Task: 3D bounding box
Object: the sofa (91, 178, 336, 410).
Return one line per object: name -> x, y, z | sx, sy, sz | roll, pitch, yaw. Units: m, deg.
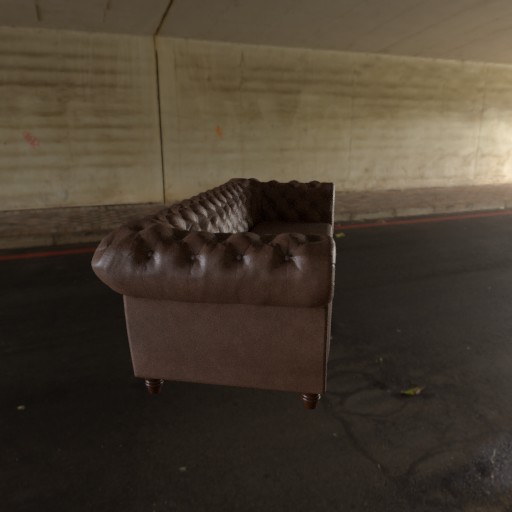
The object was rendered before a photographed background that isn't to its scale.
sofa -> 0.000, 0.000, 2.750 | 0.944, 0.783, 2.385 | 3, 15, 9
